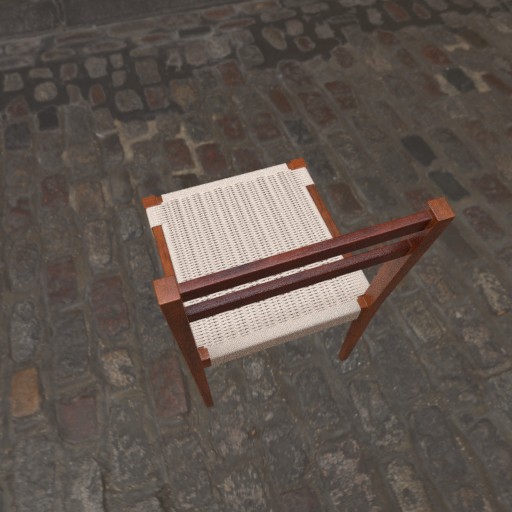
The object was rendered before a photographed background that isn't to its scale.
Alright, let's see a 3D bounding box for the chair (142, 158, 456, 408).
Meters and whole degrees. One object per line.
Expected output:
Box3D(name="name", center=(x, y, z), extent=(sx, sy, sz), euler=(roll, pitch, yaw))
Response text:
Box3D(name="chair", center=(0.000, 0.000, 1.174), extent=(0.495, 0.851, 0.569), euler=(-16, 59, -10))
